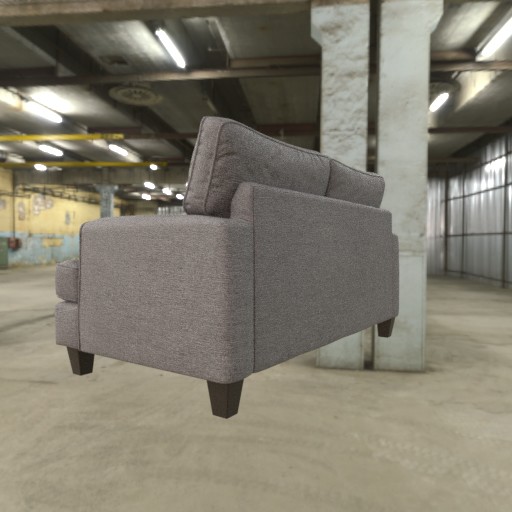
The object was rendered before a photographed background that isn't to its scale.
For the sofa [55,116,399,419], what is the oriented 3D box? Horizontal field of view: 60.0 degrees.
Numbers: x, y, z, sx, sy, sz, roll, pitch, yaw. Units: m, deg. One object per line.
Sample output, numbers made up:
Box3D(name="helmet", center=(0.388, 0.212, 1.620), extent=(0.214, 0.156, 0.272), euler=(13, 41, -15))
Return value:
Box3D(name="sofa", center=(0.000, 0.000, 2.228), extent=(0.965, 0.965, 1.651), euler=(1, 1, 35))
